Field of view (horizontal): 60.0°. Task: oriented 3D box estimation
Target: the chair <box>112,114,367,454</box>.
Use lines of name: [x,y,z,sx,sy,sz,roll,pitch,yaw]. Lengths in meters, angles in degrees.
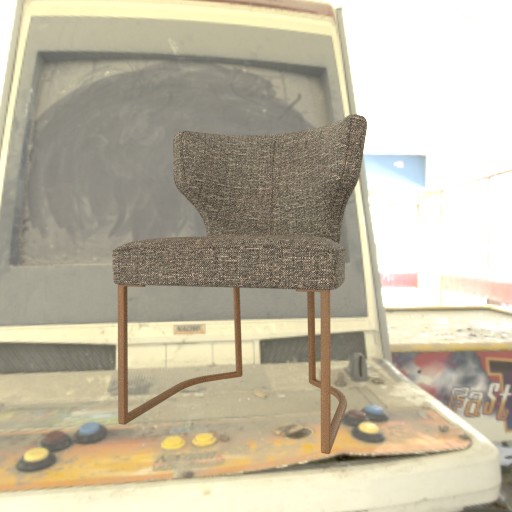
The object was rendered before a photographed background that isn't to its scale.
chair: [0.000,0.000,1.278,0.611,0.824,0.617,0,1,18]
